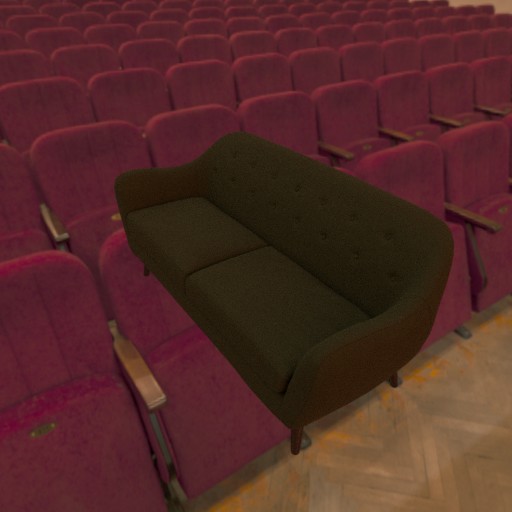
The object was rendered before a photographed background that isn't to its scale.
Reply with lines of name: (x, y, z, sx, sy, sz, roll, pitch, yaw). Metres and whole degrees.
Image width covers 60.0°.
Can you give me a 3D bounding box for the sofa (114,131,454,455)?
sofa: (0.000, 0.000, 2.242, 0.820, 0.836, 1.840, -20, 37, -29)
